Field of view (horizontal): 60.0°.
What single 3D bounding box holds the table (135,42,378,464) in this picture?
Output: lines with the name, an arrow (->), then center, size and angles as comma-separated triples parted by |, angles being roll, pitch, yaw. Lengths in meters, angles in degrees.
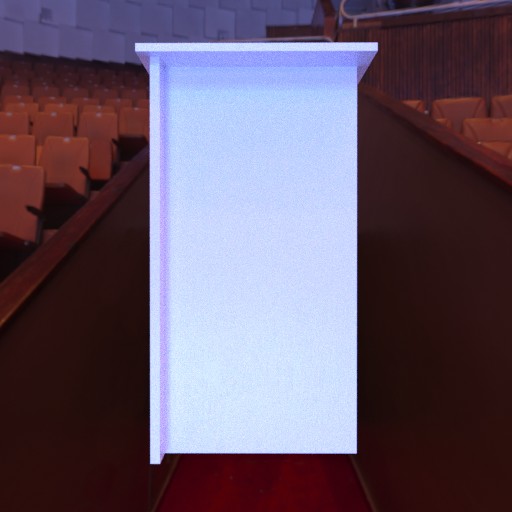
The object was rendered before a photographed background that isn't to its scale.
table -> 0.000, 0.000, 1.033 | 0.406, 0.711, 0.589 | 0, 0, 0
